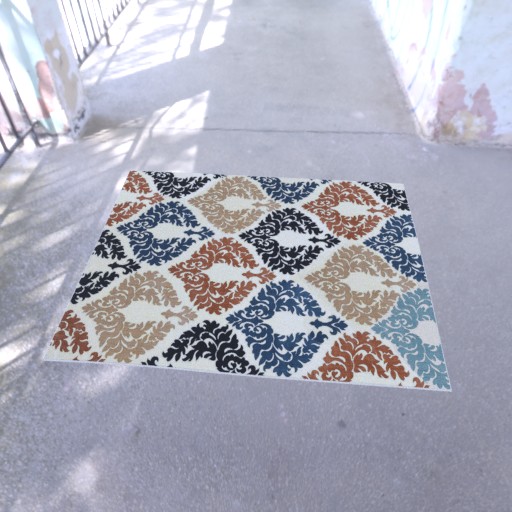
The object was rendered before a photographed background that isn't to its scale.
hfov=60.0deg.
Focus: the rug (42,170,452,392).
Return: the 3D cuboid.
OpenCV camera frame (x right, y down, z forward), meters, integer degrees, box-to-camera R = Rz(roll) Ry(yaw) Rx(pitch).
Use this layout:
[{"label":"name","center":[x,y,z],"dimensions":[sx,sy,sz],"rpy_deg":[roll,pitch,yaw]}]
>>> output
[{"label":"rug","center":[0.000,0.000,4.078],"dimensions":[3.040,0.014,2.423],"rpy_deg":[3,47,3]}]
